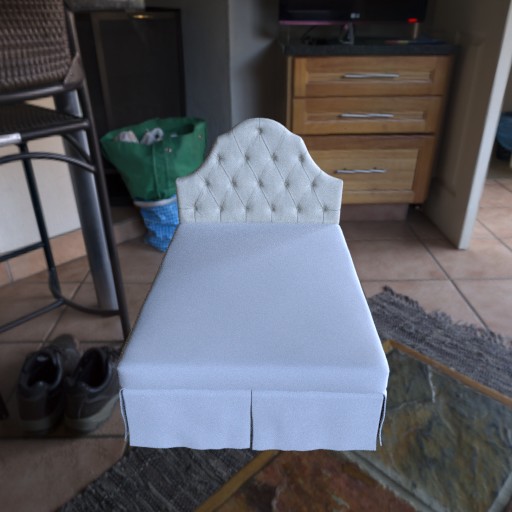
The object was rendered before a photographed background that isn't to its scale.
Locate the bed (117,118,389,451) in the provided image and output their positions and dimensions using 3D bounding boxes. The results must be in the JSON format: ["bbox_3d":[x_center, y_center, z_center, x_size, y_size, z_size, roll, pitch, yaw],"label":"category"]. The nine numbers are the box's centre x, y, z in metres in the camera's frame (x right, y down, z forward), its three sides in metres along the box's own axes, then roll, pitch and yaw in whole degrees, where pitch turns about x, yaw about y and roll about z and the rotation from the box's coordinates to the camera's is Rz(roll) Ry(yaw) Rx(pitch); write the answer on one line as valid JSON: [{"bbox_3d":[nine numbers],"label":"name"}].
[{"bbox_3d":[0.000,0.000,3.250,1.627,1.575,2.092,1,28,1],"label":"bed"}]
